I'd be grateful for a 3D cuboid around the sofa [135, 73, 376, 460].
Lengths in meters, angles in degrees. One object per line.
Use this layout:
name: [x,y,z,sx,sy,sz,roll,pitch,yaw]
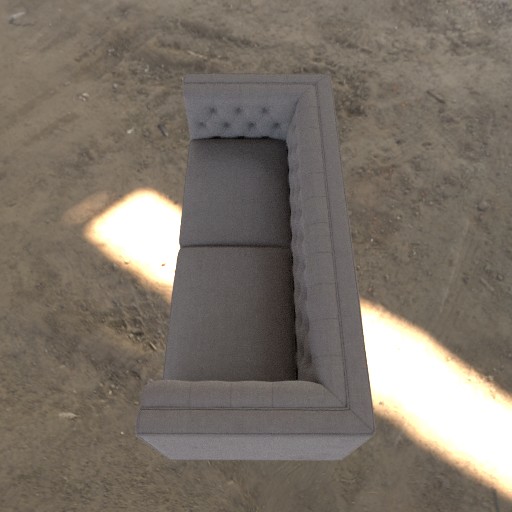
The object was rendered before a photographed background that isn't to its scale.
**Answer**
sofa: [0.000,0.000,2.177,0.775,0.762,1.778,0,59,0]
